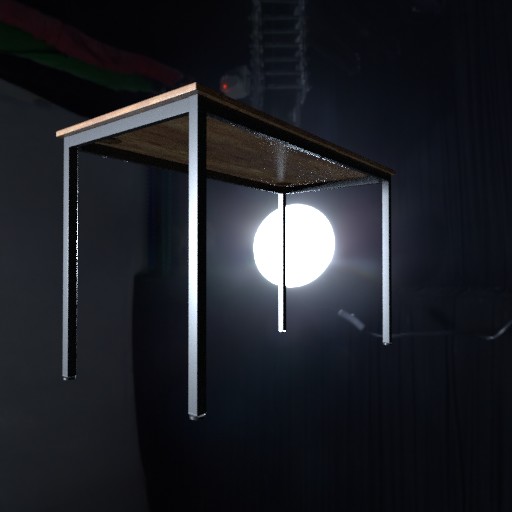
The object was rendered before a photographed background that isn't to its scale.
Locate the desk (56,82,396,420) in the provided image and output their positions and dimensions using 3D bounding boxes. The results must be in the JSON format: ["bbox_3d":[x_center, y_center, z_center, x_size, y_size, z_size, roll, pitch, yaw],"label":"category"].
[{"bbox_3d":[0.000,0.000,1.624,0.600,0.749,1.200,-1,-1,38],"label":"desk"}]
